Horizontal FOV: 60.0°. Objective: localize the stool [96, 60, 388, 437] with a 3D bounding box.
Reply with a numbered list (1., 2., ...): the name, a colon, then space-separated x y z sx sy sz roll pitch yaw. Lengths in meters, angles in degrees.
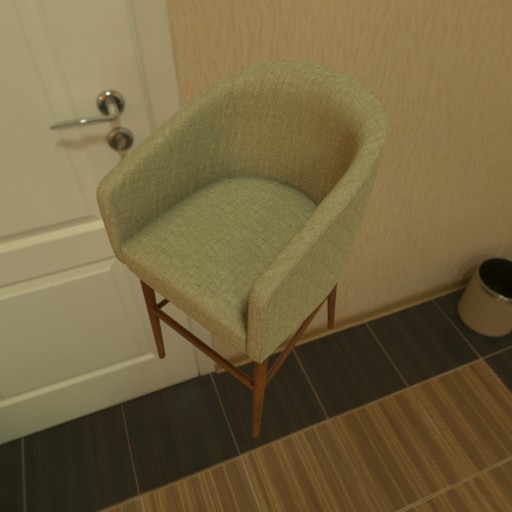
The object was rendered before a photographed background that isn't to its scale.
1. stool: 0.000 0.000 1.360 0.559 0.952 0.635 31 54 26
